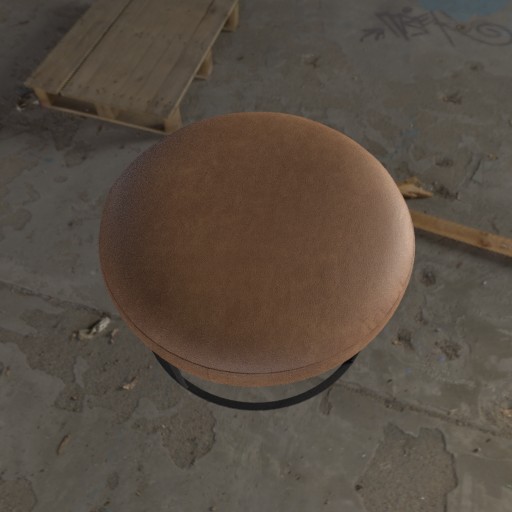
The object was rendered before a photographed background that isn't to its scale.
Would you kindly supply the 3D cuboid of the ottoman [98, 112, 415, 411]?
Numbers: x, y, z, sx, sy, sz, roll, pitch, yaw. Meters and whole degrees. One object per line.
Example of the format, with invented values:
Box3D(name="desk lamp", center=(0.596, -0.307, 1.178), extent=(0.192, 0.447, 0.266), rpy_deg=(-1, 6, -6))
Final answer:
Box3D(name="ottoman", center=(0.000, 0.000, 1.231), extent=(0.771, 0.460, 0.771), rpy_deg=(0, 59, 0))
